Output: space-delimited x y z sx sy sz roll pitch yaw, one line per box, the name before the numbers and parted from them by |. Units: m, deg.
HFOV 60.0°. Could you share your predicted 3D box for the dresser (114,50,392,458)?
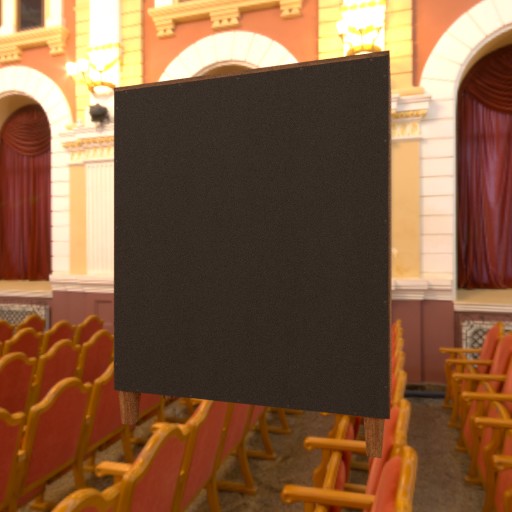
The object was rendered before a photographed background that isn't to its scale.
dresser | 0.000 0.000 1.833 1.067 1.359 0.438 0 0 18
